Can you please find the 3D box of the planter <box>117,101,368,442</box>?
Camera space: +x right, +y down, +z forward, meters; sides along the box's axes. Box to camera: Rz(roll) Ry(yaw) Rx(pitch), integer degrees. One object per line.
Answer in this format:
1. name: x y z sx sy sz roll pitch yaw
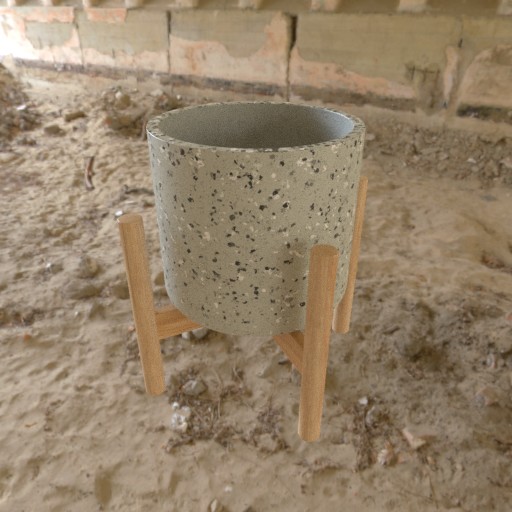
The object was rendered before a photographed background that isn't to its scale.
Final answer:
1. planter: 0.000 0.000 0.537 0.284 0.320 0.284 -1 30 -2
